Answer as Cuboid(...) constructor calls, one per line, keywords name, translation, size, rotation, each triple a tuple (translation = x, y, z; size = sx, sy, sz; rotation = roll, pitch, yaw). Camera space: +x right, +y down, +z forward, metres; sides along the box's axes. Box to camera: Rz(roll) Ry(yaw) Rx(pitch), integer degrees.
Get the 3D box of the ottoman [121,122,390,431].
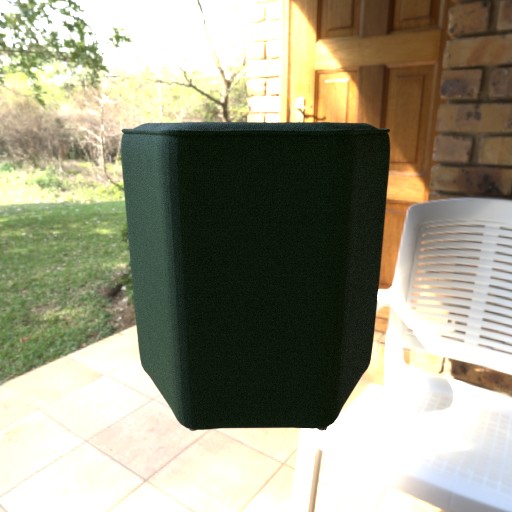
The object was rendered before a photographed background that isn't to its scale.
Cuboid(name="ottoman", translation=(0.000, 0.000, 0.882), size=(0.444, 0.507, 0.499), rotation=(9, 18, 28))
